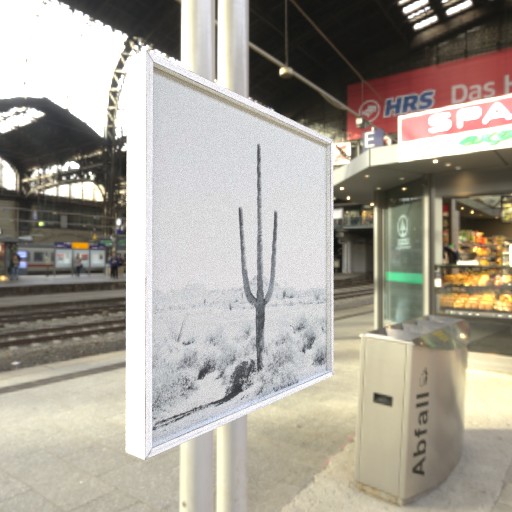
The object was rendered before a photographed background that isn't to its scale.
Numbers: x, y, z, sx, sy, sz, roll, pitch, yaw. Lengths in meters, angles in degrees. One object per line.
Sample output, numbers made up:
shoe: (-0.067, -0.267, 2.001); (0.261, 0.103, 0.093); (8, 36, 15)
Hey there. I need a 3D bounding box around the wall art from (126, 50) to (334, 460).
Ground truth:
wall art: (0.000, 0.000, 0.763); (0.038, 0.508, 0.508); (-1, -1, 37)
